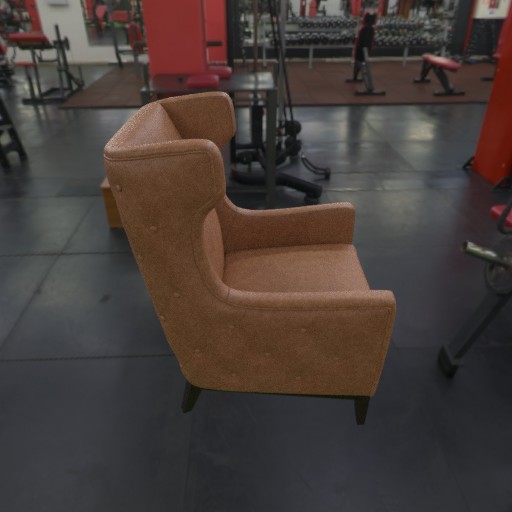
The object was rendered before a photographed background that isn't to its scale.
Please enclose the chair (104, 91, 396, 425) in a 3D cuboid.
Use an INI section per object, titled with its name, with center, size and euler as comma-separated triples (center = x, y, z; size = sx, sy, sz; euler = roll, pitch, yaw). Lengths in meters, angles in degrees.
[chair]
center = 0.000, 0.000, 1.699
size = 0.899, 1.079, 0.766
euler = 0, 31, 0
